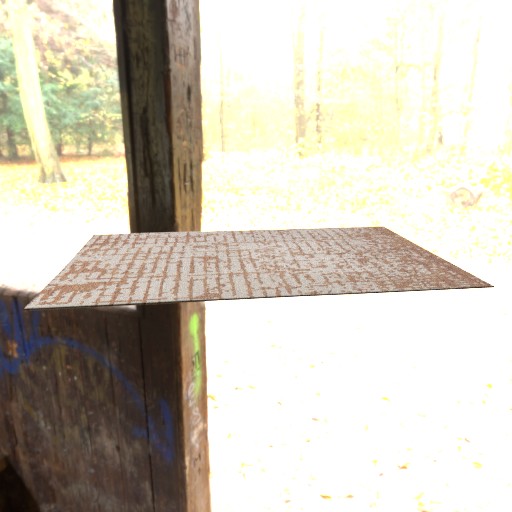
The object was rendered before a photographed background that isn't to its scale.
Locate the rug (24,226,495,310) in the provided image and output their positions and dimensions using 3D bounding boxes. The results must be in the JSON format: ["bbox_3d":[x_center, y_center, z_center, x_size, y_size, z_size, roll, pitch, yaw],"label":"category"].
[{"bbox_3d":[0.000,0.000,2.984,2.435,0.011,1.517,-2,17,-7],"label":"rug"}]
